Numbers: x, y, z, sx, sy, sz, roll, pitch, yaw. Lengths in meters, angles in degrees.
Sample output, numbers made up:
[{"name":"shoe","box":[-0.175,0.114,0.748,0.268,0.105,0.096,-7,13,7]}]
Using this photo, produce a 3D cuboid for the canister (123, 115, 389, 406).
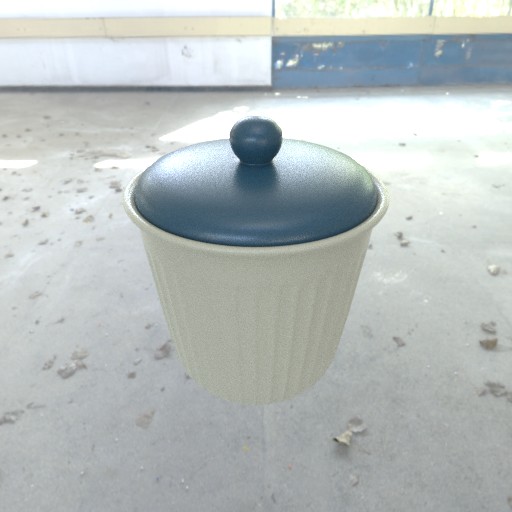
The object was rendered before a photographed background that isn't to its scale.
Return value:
[{"name":"canister","box":[0.000,0.000,0.341,0.181,0.211,0.181,0,32,0]}]
